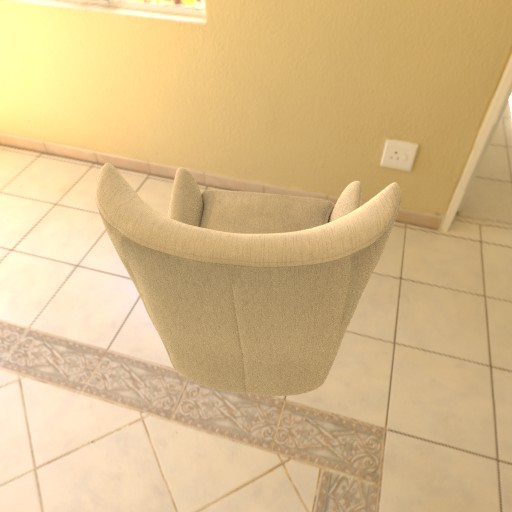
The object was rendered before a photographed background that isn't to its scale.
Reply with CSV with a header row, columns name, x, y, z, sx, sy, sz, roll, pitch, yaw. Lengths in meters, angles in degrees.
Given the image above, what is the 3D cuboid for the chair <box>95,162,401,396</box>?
name,x,y,z,sx,sy,sz,roll,pitch,yaw
chair,0.000,0.000,1.615,0.779,1.000,0.904,5,47,5
